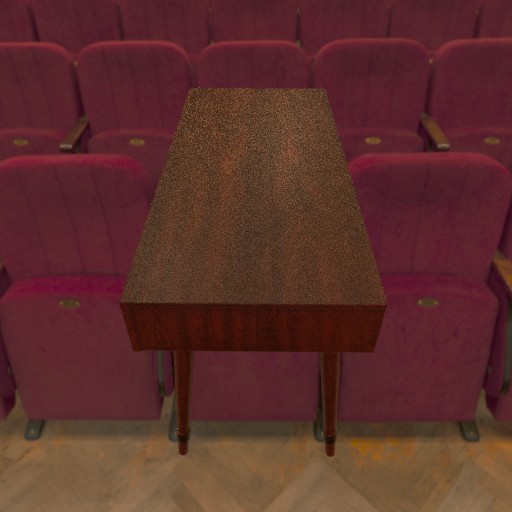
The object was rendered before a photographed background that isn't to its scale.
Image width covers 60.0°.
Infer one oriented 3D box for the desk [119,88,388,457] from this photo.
[{"bbox_3d":[0.000,0.000,2.139,0.734,1.031,1.577,0,41,0],"label":"desk"}]
